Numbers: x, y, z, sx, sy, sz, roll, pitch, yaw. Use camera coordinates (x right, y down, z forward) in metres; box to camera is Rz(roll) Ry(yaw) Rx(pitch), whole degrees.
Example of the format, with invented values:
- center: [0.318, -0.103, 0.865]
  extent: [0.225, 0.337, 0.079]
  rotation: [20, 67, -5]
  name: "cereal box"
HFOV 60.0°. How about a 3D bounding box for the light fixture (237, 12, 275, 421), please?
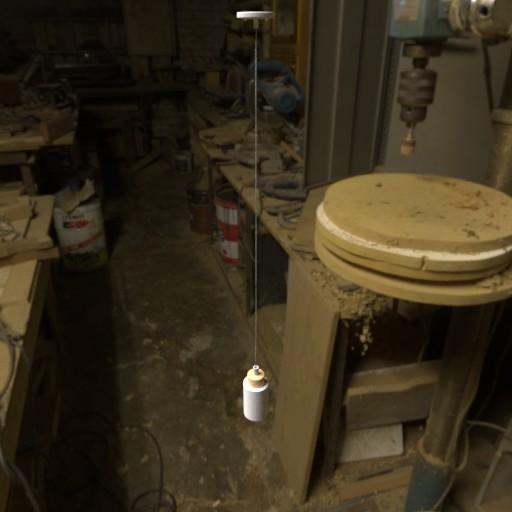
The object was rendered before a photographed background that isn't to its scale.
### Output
- center: [0.000, 0.000, 1.865]
  extent: [0.125, 1.798, 0.125]
  rotation: [-8, 28, -15]
  name: "light fixture"
